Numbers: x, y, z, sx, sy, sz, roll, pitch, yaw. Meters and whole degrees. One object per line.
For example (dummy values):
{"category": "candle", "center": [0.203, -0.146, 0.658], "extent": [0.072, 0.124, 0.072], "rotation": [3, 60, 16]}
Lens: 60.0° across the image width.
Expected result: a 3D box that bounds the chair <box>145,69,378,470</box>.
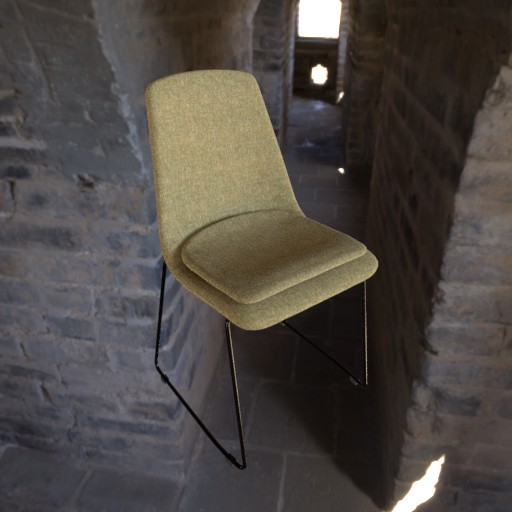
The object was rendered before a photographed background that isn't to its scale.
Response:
{"category": "chair", "center": [0.000, 0.000, 1.149], "extent": [0.479, 0.849, 0.496], "rotation": [-20, 36, -32]}
